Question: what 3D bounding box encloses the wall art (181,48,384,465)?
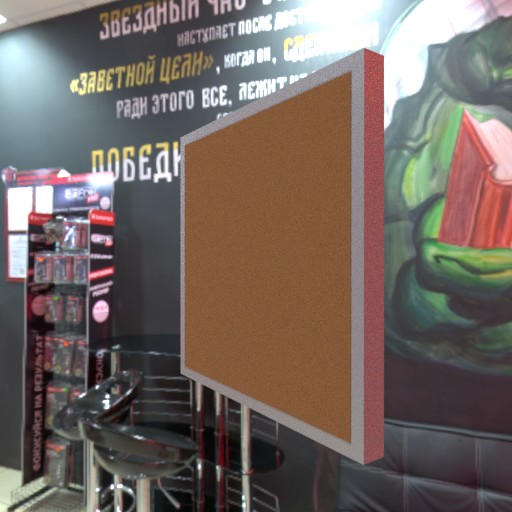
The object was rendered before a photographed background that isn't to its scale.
[{"bbox_3d":[0.000,0.000,0.755,0.038,0.506,0.506,0,0,-35],"label":"wall art"}]
